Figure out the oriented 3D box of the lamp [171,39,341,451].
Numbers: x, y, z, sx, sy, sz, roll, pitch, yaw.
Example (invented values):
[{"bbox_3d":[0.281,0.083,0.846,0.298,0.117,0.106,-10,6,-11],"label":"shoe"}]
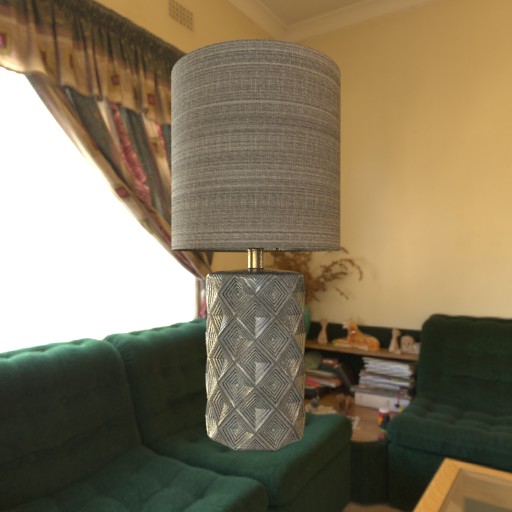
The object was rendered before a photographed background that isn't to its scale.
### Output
[{"bbox_3d":[0.000,0.000,0.712,0.268,0.566,0.269,0,-1,17],"label":"lamp"}]
